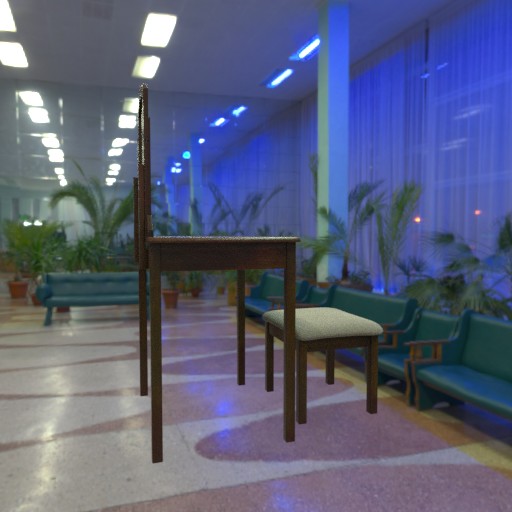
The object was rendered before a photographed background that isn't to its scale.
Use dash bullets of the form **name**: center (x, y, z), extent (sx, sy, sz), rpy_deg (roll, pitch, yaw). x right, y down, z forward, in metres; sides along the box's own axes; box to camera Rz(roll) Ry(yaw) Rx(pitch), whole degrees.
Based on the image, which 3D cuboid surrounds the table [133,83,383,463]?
- **table**: center (0.000, 0.000, 2.325), extent (1.211, 1.631, 0.876), rpy_deg (-1, 3, -18)
